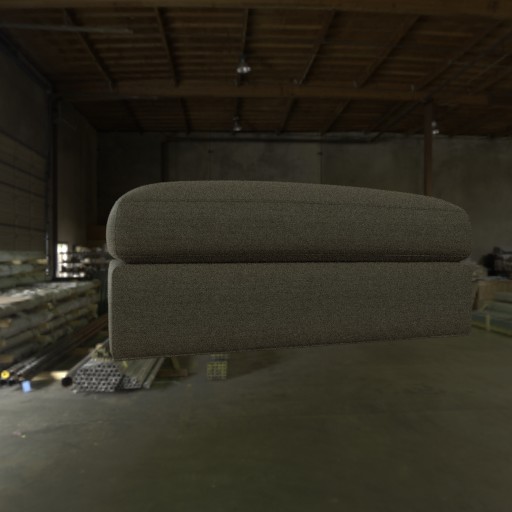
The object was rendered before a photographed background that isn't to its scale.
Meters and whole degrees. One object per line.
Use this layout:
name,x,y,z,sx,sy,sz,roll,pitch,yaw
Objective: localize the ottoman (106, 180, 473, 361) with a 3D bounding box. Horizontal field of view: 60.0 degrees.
ottoman,0.000,0.000,1.630,1.041,0.470,1.041,0,0,-18
